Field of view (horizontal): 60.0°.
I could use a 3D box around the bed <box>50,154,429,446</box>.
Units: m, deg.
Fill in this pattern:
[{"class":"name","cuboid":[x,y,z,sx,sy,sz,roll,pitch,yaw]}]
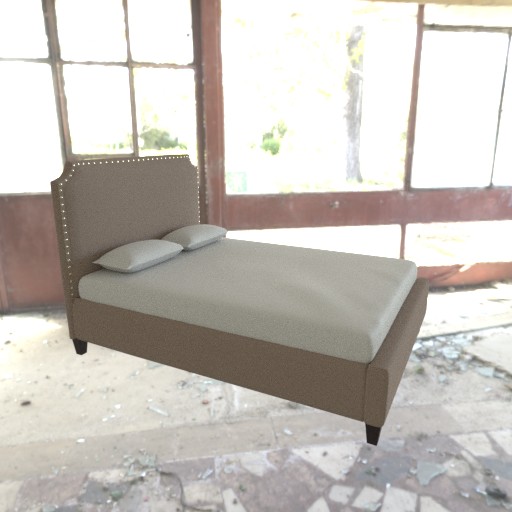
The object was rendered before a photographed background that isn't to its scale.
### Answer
[{"class":"bed","cuboid":[0.000,0.000,3.403,2.372,1.443,1.713,8,17,26]}]
